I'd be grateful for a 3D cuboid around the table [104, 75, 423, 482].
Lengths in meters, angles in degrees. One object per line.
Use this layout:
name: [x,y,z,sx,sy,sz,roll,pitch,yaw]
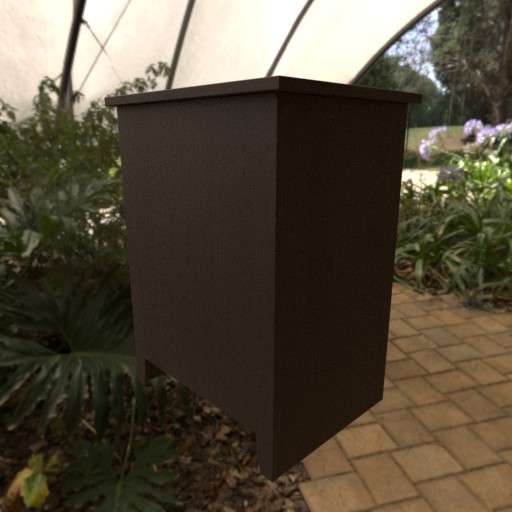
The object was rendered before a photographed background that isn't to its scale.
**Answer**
table: [0.000,0.000,0.931,0.381,0.635,0.480,-14,21,-42]
